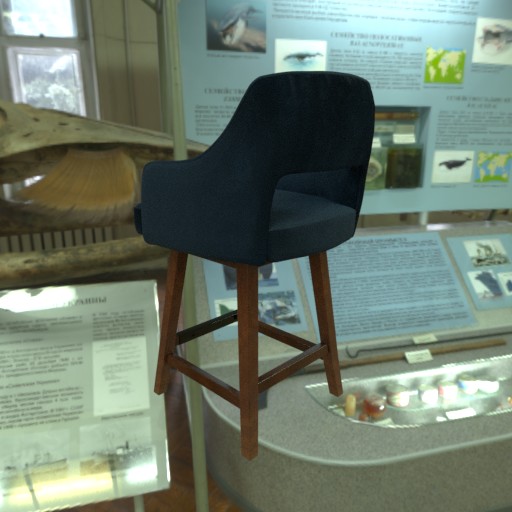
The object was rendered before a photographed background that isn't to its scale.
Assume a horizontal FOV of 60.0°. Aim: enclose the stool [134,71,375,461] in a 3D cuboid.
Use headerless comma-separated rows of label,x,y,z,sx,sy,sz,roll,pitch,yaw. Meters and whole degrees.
stool,0.000,0.000,1.275,0.560,0.940,0.550,15,22,42
